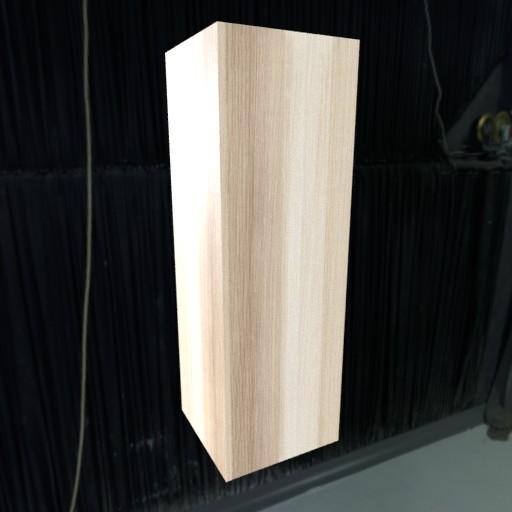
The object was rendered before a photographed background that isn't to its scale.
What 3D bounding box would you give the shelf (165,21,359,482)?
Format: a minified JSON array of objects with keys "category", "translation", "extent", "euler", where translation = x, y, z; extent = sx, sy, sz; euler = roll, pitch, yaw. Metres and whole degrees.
[{"category":"shelf","translation":[0.000,0.000,1.004],"extent":[0.290,0.872,0.290],"euler":[-7,16,-26]}]
